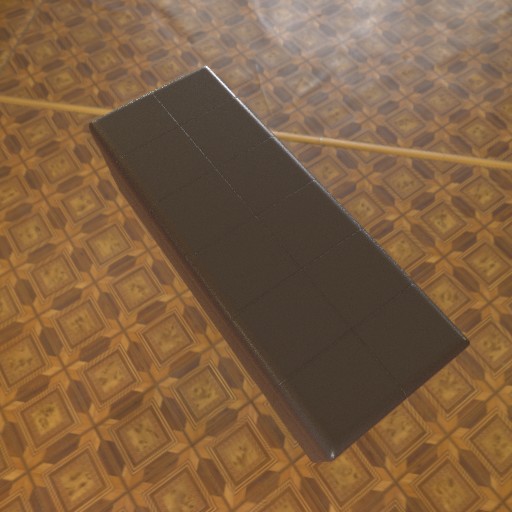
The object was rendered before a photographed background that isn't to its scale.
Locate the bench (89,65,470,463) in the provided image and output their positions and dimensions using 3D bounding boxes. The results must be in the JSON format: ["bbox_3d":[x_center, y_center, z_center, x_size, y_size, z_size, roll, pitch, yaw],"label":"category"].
[{"bbox_3d":[0.000,0.000,1.321,0.429,0.457,1.092,-33,68,-15],"label":"bench"}]
